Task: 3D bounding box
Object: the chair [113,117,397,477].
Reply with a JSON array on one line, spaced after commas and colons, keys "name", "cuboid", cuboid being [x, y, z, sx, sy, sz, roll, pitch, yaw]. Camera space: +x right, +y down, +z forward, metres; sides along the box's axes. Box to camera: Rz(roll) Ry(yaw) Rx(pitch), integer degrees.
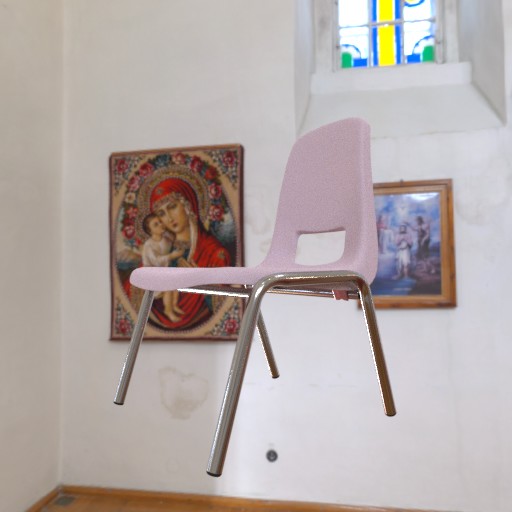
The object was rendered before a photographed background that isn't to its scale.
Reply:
[{"name": "chair", "cuboid": [0.000, 0.000, 0.776, 0.385, 0.536, 0.354, 1, -2, -36]}]
